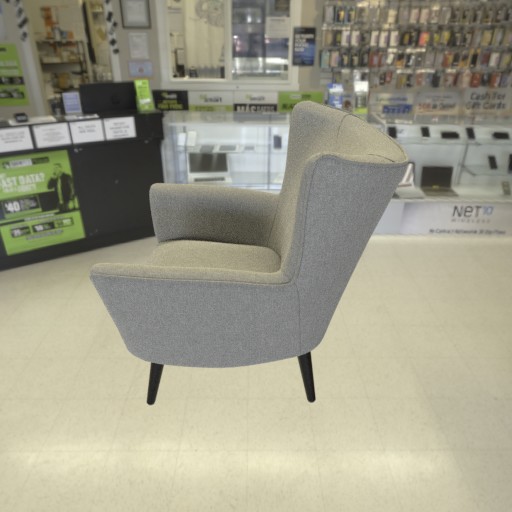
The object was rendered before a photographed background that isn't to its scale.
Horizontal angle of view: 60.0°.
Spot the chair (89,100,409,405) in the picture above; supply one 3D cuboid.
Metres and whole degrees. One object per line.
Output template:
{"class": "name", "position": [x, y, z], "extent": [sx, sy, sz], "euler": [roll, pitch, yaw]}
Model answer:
{"class": "chair", "position": [0.000, 0.000, 1.555], "extent": [0.888, 0.933, 0.781], "euler": [1, 28, 2]}
